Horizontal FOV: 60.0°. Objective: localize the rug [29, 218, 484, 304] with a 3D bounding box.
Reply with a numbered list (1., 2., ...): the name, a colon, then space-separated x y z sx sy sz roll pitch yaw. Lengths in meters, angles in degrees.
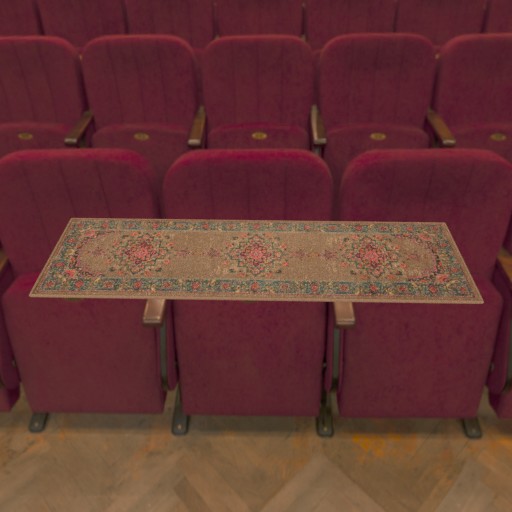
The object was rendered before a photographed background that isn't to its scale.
1. rug: 0.000 0.000 2.473 2.297 0.019 0.659 1 42 1
